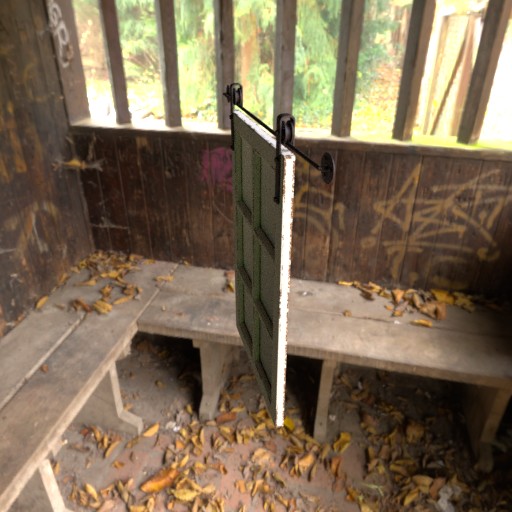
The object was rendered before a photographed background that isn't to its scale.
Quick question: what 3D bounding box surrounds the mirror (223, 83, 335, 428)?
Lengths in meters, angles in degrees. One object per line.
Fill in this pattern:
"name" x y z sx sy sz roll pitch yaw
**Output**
"mirror" 0.000 0.000 1.227 0.037 0.844 0.808 -8 30 -14
